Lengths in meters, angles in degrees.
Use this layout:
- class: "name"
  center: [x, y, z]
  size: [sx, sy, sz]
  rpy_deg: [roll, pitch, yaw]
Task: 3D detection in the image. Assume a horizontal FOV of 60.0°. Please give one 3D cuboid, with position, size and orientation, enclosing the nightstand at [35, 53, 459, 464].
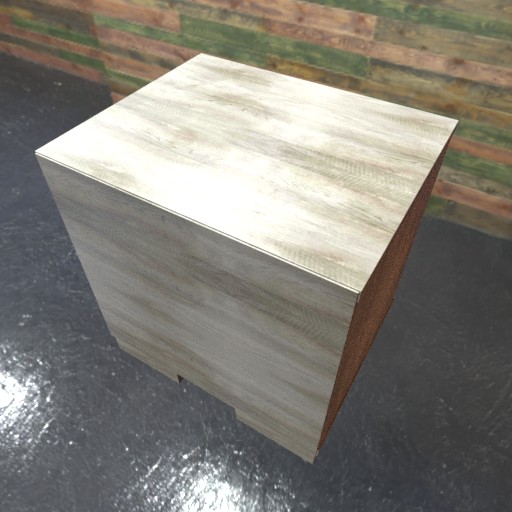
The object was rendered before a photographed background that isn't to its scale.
- class: "nightstand"
  center: [0.000, 0.000, 0.730]
  size: [0.427, 0.448, 0.347]
  rpy_deg: [24, 51, 21]
